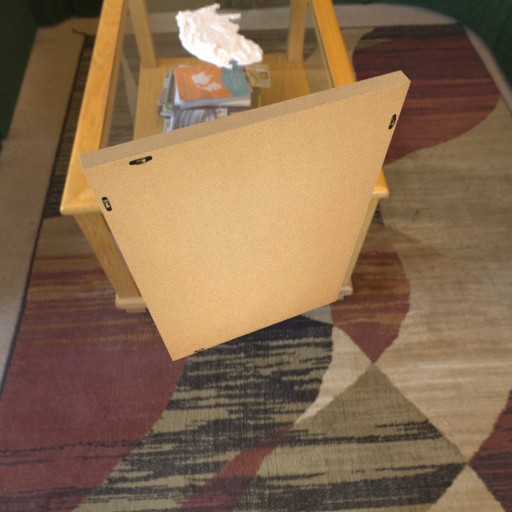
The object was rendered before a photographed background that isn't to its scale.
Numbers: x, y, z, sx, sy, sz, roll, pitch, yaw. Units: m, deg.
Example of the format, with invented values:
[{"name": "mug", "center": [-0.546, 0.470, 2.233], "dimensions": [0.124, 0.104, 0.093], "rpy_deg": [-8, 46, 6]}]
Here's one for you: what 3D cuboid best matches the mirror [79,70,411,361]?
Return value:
[{"name": "mirror", "center": [0.000, 0.000, 1.162], "dimensions": [0.609, 0.915, 0.041], "rpy_deg": [-18, 60, -11]}]
